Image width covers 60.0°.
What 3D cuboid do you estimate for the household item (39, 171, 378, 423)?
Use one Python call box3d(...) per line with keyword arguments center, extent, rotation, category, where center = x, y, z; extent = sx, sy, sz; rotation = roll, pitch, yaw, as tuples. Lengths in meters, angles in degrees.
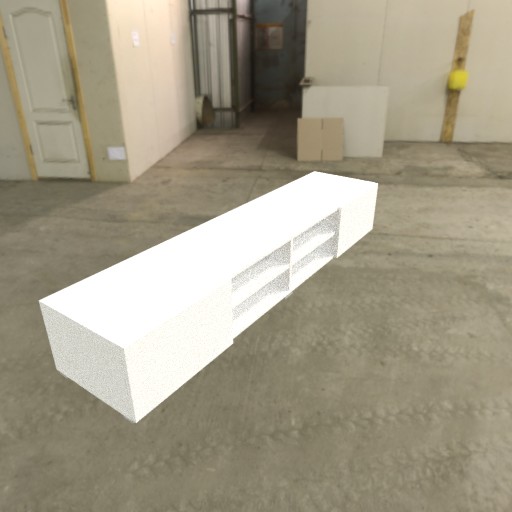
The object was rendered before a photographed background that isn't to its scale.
box3d(center=(0.000, 0.000, 2.079), extent=(0.420, 0.310, 1.850), rotation=(18, 32, 31), category="household item")
